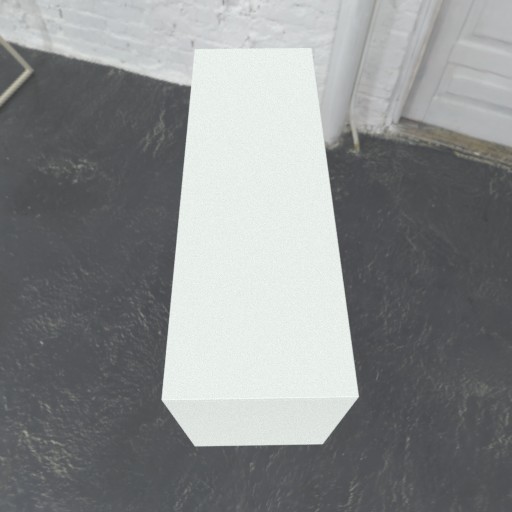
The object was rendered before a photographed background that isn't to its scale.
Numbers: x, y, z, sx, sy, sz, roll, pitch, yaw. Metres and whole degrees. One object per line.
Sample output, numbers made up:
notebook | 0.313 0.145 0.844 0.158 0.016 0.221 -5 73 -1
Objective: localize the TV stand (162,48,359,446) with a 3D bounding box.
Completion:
TV stand | 0.000 0.000 1.570 0.406 0.812 1.193 -1 58 0
